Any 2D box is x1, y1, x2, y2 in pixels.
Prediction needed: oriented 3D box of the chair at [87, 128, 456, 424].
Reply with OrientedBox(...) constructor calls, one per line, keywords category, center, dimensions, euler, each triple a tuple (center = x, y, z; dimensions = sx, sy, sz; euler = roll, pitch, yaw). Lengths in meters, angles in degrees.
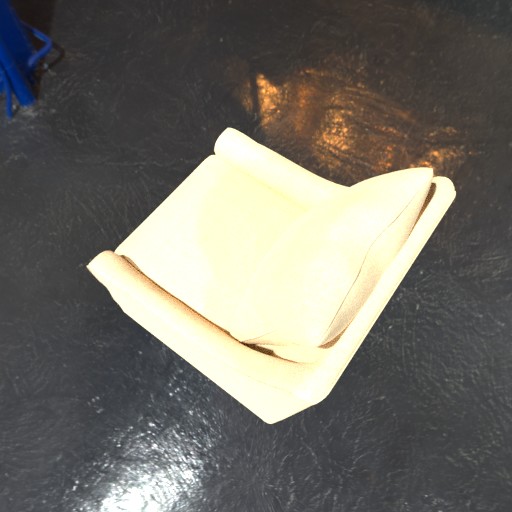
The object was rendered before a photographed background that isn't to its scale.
OrientedBox(category="chair", center=(0.000, 0.000, 1.528), dimensions=(0.876, 0.927, 0.760), euler=(33, 68, 16))
